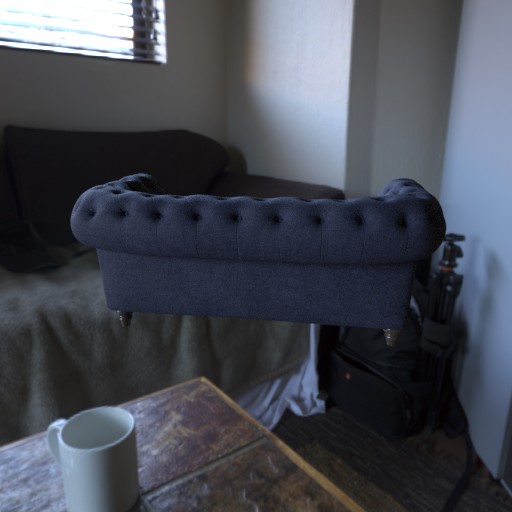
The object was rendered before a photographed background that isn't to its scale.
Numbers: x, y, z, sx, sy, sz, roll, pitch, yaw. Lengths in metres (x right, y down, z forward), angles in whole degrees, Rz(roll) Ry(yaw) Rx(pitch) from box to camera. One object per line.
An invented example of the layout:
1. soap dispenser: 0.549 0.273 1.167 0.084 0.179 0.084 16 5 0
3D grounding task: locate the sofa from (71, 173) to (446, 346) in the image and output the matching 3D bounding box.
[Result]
1. sofa: 0.000 0.000 2.563 1.988 0.833 1.082 3 17 9
